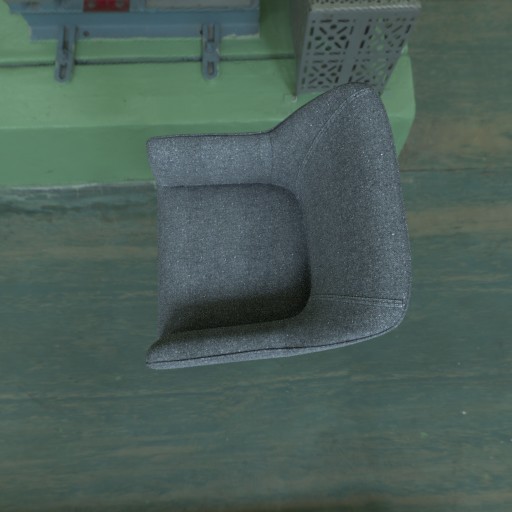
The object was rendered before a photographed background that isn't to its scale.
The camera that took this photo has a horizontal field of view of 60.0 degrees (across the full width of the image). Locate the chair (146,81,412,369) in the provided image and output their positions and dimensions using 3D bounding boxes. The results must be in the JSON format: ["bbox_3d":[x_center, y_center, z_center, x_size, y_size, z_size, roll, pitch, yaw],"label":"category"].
[{"bbox_3d":[0.000,0.000,1.145,0.519,0.803,0.543,-3,76,-1],"label":"chair"}]
